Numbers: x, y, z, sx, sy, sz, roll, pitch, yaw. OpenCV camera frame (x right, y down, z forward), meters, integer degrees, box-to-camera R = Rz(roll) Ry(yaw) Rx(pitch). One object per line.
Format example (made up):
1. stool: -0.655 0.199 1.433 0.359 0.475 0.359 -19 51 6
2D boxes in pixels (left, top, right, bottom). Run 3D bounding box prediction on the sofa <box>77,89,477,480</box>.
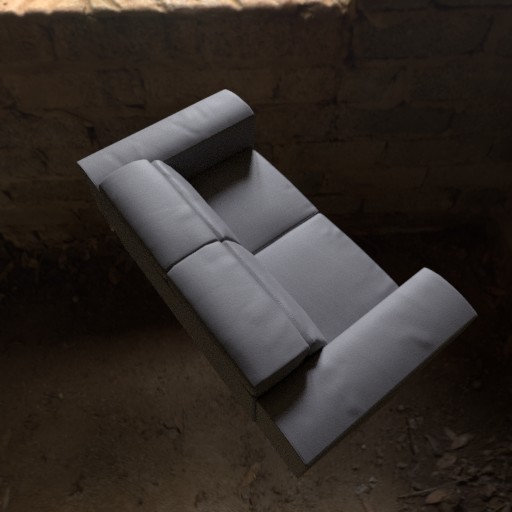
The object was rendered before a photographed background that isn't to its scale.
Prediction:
1. sofa: 0.000 0.000 2.326 1.003 0.779 1.895 -33 64 -19
